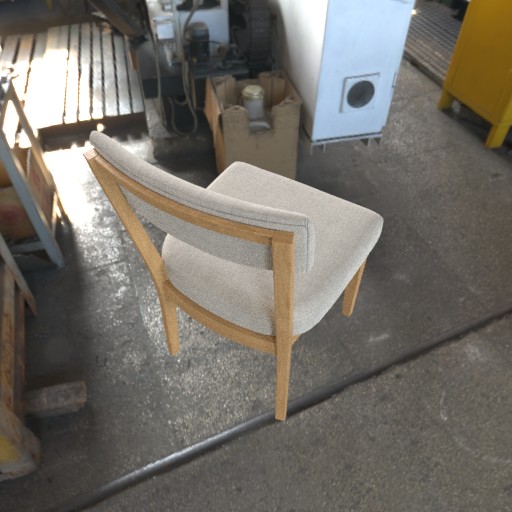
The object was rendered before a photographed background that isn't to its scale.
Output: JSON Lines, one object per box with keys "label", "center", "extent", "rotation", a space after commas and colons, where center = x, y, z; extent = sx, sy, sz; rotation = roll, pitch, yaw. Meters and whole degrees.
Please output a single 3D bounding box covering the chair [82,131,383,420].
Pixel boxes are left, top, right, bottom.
{"label": "chair", "center": [0.000, 0.000, 1.192], "extent": [0.508, 0.832, 0.572], "rotation": [25, 52, 21]}
